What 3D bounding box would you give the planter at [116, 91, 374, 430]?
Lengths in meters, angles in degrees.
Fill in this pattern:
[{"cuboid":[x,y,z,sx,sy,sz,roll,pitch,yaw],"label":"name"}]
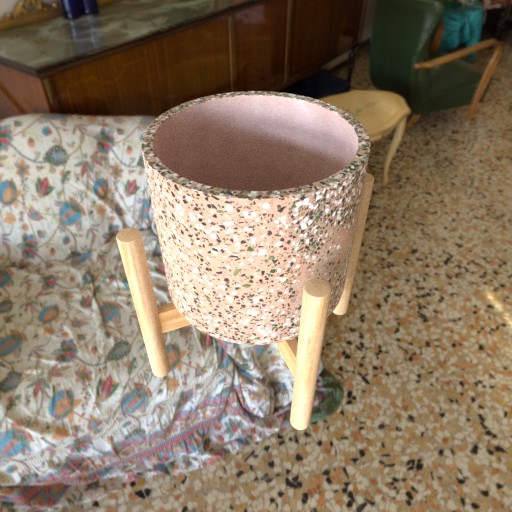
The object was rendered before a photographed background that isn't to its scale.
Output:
[{"cuboid":[0.000,0.000,0.543,0.284,0.320,0.284,0,42,0],"label":"planter"}]
